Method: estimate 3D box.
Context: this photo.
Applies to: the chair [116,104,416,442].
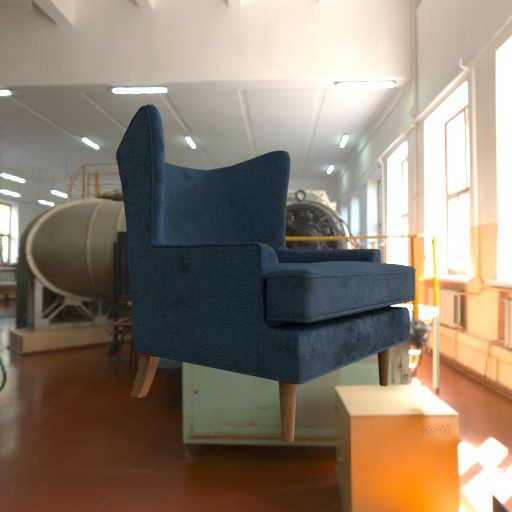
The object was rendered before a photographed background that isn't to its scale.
[{"bbox_3d":[0.000,0.000,1.600,0.910,0.952,0.793,-1,-1,38],"label":"chair"}]
